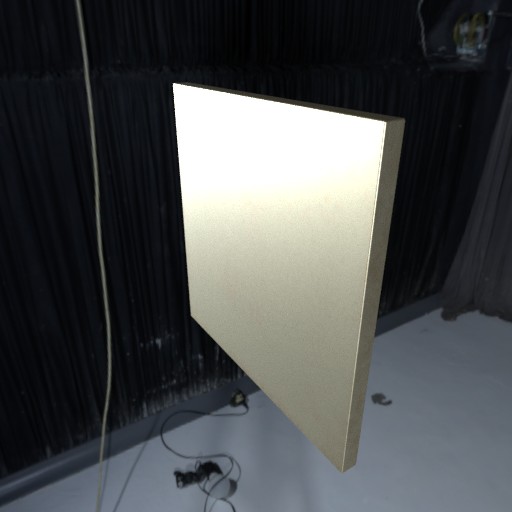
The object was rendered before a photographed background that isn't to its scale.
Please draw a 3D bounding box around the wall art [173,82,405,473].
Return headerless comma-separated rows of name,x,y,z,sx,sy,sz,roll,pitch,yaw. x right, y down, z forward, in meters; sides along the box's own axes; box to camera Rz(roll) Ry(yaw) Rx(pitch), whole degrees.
wall art,0.000,0.000,0.740,0.030,0.506,0.503,-16,30,-30
